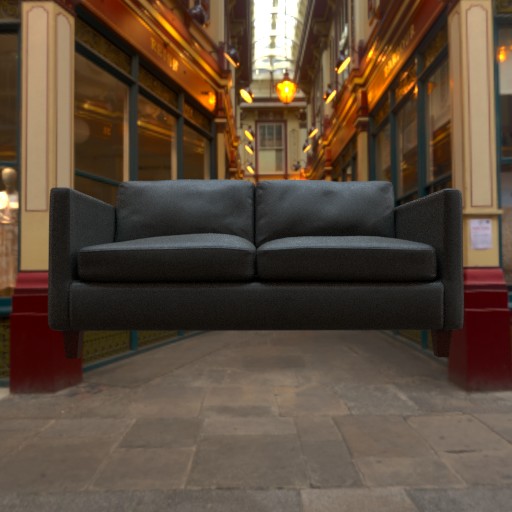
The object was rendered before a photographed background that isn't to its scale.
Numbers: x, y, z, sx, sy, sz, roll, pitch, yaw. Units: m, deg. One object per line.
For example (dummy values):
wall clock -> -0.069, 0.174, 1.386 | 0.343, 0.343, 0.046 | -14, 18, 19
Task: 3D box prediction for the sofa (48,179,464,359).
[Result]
sofa -> 0.000, 0.000, 2.426 | 1.883, 0.933, 0.951 | 0, -1, -1
